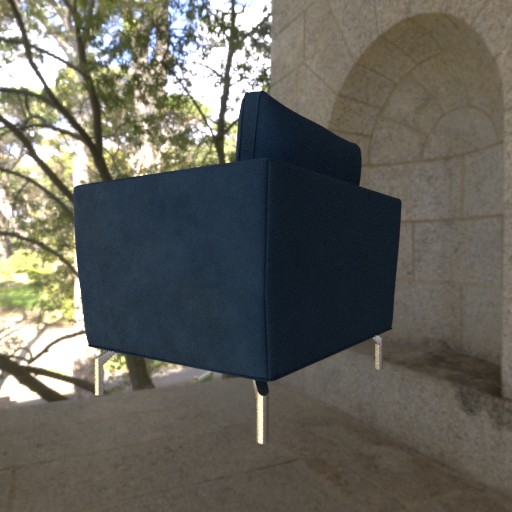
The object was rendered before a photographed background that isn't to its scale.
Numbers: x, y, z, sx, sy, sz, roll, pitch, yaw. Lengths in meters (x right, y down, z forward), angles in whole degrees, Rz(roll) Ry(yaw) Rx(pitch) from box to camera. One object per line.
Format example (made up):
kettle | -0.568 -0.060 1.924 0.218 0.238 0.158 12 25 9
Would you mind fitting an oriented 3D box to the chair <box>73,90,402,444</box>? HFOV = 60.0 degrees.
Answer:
chair | 0.000 0.000 1.572 0.746 0.893 0.977 0 1 35
